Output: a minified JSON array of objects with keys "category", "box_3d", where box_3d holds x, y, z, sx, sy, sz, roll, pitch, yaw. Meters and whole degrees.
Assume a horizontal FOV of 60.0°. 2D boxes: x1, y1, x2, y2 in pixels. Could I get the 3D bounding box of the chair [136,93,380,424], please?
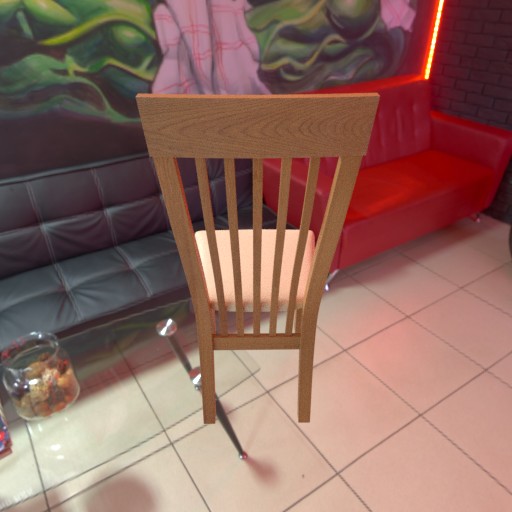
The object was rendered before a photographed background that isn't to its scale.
[{"category":"chair","box_3d":[0.000,0.000,1.329,0.450,1.050,0.580,0,33,-1]}]
